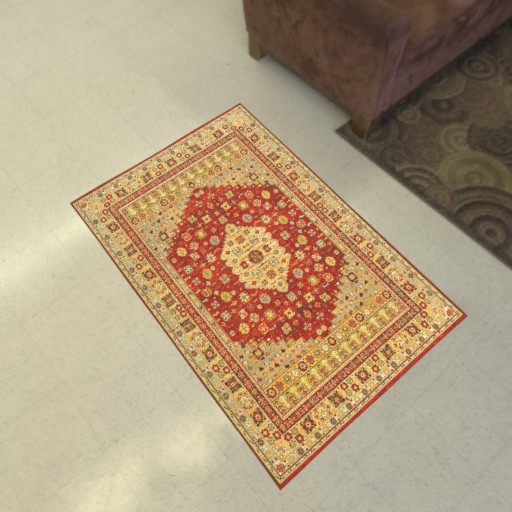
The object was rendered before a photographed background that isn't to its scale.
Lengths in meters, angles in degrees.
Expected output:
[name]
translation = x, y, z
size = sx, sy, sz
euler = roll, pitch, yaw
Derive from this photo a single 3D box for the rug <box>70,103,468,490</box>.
[rug]
translation = 0.000, 0.000, 2.299
size = 1.194, 0.013, 1.802
euler = -36, 69, -16
